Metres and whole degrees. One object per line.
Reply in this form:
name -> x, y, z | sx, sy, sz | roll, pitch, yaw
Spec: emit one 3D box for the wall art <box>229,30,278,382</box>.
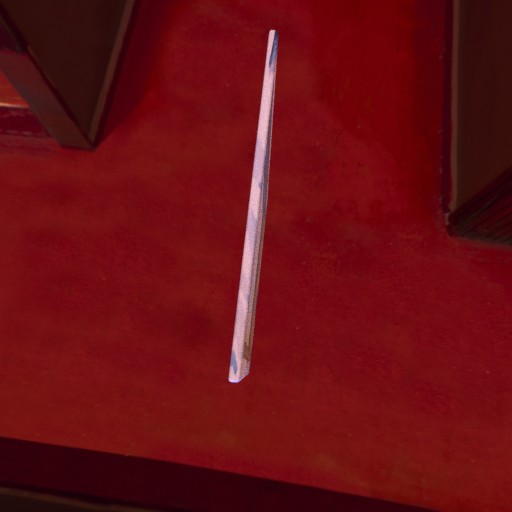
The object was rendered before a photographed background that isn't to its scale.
wall art -> 0.000, 0.000, 1.161 | 0.016, 0.914, 0.610 | 6, 76, 1
